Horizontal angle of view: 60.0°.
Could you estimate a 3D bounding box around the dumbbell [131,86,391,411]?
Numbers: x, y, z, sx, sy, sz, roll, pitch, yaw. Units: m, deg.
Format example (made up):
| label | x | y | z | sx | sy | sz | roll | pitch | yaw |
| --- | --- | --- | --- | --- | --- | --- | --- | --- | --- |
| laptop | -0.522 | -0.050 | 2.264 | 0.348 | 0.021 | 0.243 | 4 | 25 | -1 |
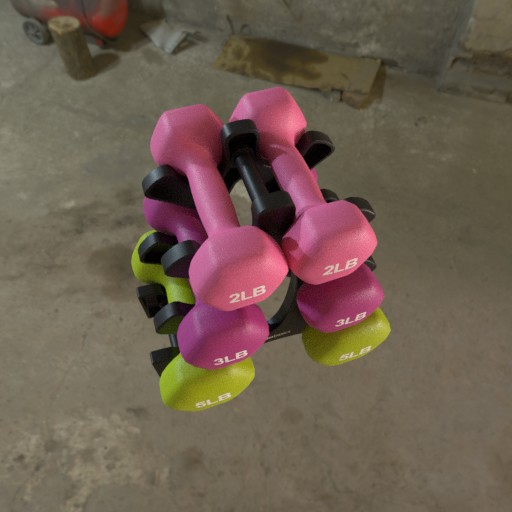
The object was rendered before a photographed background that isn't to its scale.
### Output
| label | x | y | z | sx | sy | sz | roll | pitch | yaw |
| --- | --- | --- | --- | --- | --- | --- | --- | --- | --- |
| dumbbell | 0.000 | 0.000 | 0.440 | 0.257 | 0.261 | 0.203 | -16 | 58 | -10 |
